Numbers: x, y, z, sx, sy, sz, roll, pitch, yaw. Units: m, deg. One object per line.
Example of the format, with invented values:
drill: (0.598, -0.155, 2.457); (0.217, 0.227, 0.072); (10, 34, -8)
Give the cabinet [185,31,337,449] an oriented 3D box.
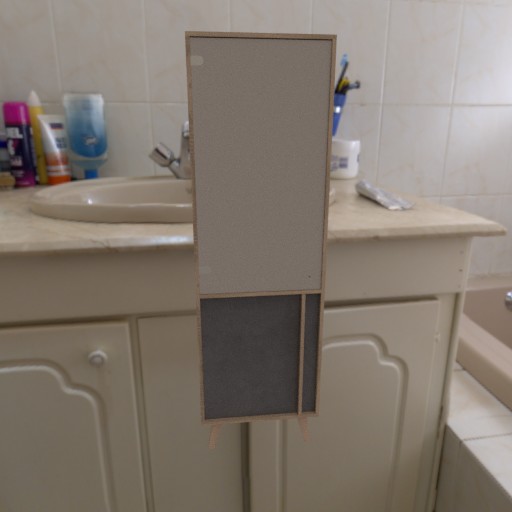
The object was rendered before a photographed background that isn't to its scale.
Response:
cabinet: (0.000, 0.000, 2.102); (0.570, 1.850, 0.400); (-2, 17, -7)
